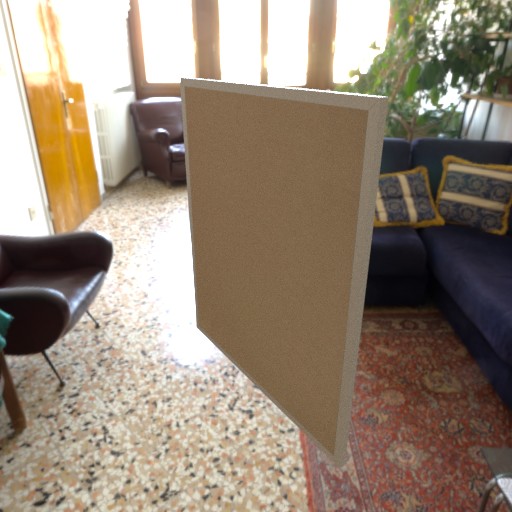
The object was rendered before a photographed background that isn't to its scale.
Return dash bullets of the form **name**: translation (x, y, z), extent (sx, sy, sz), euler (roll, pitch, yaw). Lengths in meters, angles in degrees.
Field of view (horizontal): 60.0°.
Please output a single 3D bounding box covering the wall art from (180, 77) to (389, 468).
- **wall art**: translation (0.000, 0.000, 0.770), extent (0.012, 0.557, 0.482), euler (-16, 29, -31)
